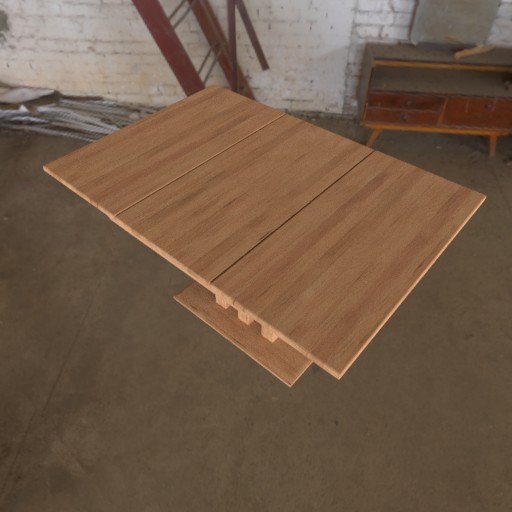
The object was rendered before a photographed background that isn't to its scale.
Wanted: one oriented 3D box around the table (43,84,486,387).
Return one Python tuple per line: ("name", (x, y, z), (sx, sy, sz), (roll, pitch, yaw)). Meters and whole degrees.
("table", (0.000, 0.000, 1.844), (1.300, 0.770, 0.900), (32, 54, 27))
